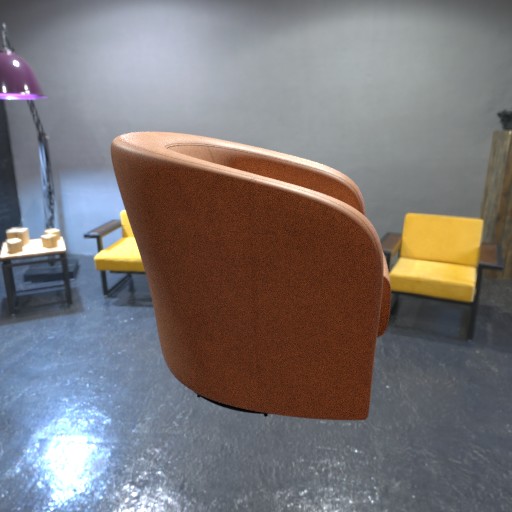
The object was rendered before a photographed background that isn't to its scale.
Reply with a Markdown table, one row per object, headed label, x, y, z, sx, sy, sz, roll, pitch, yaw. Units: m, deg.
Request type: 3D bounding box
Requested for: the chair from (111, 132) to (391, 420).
| label | x | y | z | sx | sy | sz | roll | pitch | yaw |
| --- | --- | --- | --- | --- | --- | --- | --- | --- | --- |
| chair | 0.000 | 0.000 | 1.433 | 0.815 | 0.771 | 0.791 | 3 | 17 | 9 |
